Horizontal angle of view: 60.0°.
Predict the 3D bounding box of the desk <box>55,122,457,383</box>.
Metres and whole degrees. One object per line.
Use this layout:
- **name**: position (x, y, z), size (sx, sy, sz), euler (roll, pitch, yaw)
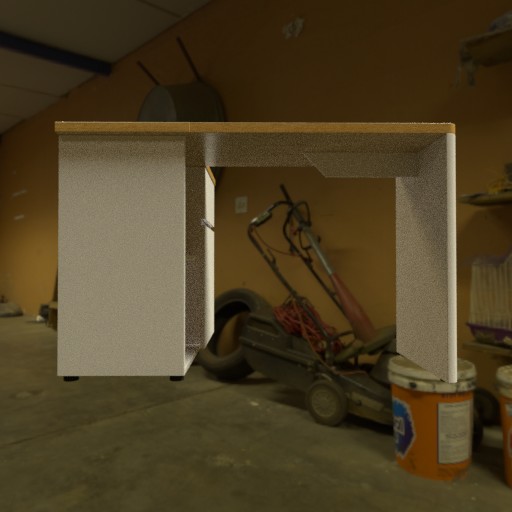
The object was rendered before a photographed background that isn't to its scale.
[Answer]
- **desk**: position (0.000, 0.000, 1.727), size (1.170, 0.760, 0.900), euler (0, -1, -1)
